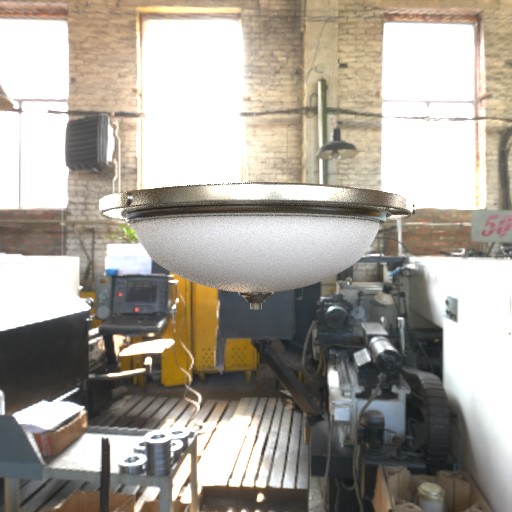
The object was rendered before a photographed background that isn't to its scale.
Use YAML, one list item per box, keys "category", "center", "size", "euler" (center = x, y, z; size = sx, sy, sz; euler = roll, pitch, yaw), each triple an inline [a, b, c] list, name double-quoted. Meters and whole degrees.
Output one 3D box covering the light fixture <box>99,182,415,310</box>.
- category: "light fixture"
  center: [0.000, 0.000, 0.542]
  size: [0.361, 0.130, 0.361]
  euler: [0, 0, 0]
